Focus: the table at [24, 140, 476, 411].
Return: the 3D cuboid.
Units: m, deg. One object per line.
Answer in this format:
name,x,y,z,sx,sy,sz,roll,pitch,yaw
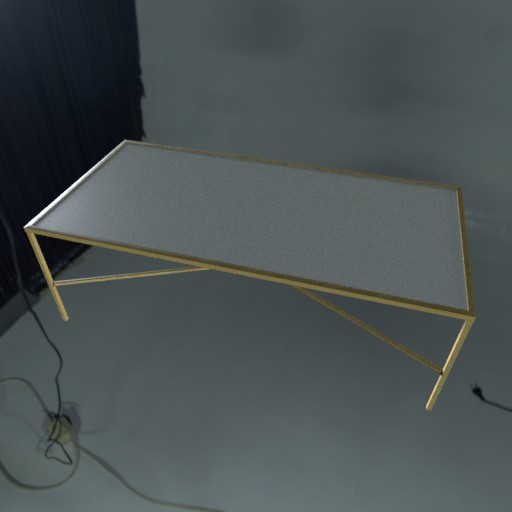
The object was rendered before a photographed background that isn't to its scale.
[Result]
table,0.000,0.000,1.471,1.206,0.398,0.580,11,42,12
